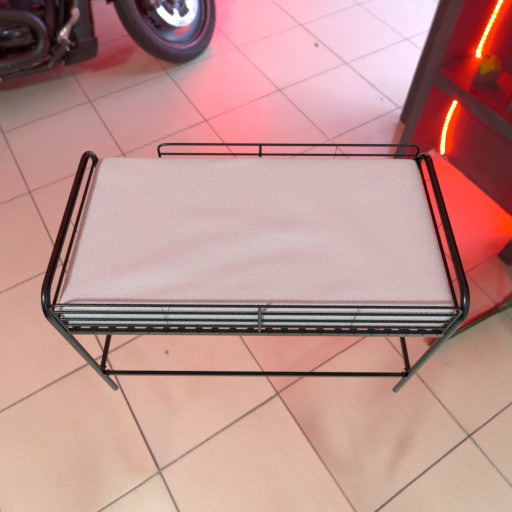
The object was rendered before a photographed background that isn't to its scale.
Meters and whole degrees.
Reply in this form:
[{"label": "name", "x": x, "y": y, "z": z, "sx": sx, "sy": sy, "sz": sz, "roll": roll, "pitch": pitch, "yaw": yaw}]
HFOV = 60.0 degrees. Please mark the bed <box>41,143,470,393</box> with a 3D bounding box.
[{"label": "bed", "x": 0.000, "y": 0.000, "z": 2.876, "sx": 1.968, "sy": 1.289, "sz": 1.393, "roll": 0, "pitch": 57, "yaw": 0}]
